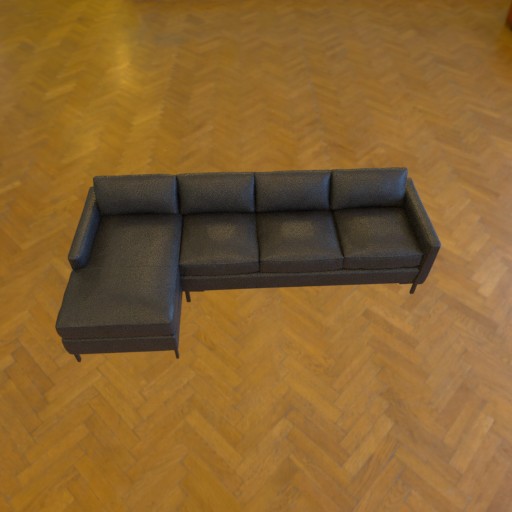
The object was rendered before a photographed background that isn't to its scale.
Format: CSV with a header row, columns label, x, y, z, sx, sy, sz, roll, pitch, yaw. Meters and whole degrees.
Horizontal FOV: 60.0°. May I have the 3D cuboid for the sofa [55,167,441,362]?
label,x,y,z,sx,sy,sz,roll,pitch,yaw
sofa,0.000,0.000,3.751,2.993,0.859,1.471,-2,47,-2
